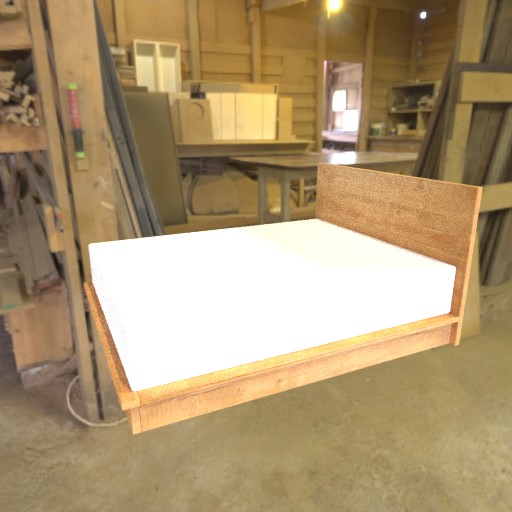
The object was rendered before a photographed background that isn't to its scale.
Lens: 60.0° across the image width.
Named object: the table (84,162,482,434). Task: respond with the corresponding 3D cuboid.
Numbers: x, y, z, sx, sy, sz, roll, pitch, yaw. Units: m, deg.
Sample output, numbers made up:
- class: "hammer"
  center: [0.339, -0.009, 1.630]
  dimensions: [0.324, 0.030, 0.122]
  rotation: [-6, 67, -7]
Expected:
- class: "table"
  center: [0.000, 0.000, 3.059]
  dimensions: [2.149, 1.041, 1.707]
  rotation: [-8, 19, -24]
